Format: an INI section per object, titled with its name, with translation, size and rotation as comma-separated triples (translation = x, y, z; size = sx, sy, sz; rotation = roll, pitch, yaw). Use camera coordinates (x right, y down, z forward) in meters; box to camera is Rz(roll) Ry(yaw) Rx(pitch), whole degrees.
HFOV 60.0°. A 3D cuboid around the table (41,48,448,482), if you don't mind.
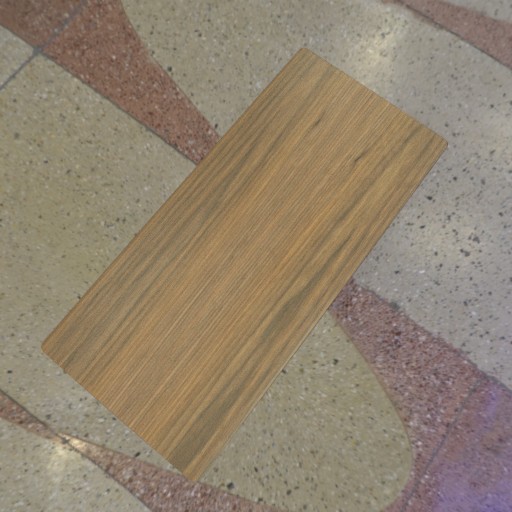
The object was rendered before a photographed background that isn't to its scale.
[table]
translation = 0.000, 0.000, 1.673
size = 0.637, 0.468, 1.375
rotation = 37, 79, 8
